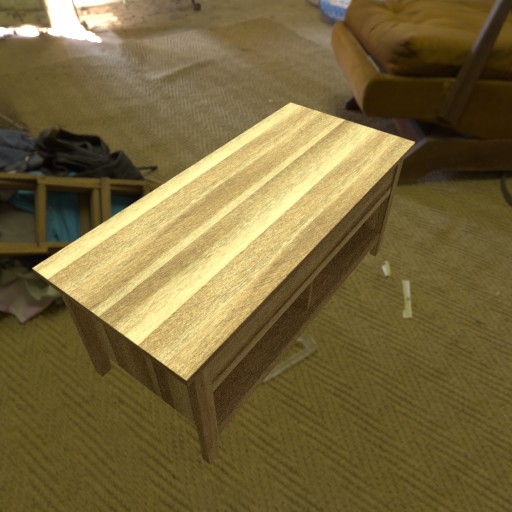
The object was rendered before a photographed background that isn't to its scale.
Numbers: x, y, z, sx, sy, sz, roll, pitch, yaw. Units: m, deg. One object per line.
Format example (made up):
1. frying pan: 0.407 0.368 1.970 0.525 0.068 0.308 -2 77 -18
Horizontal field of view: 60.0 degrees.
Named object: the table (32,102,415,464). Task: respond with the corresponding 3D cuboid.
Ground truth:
1. table: 0.000 0.000 1.414 0.493 0.480 1.095 27 50 26
